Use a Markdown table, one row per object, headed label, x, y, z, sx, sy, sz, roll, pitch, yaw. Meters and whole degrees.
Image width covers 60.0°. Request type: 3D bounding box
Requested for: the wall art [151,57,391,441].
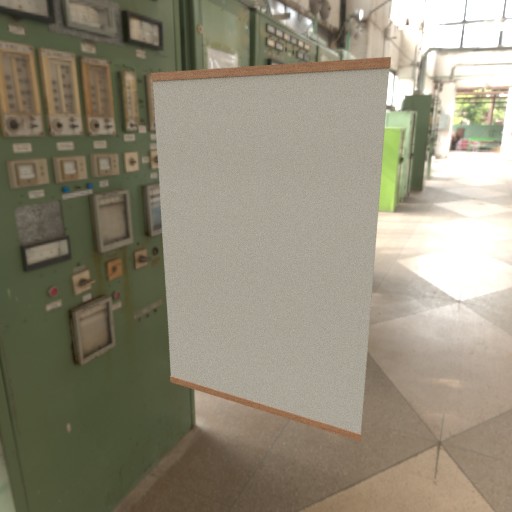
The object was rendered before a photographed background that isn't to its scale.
| label | x | y | z | sx | sy | sz | roll | pitch | yaw |
| --- | --- | --- | --- | --- | --- | --- | --- | --- | --- |
| wall art | 0.000 | 0.000 | 1.922 | 1.019 | 1.527 | 0.019 | 8 | 18 | 26 |
